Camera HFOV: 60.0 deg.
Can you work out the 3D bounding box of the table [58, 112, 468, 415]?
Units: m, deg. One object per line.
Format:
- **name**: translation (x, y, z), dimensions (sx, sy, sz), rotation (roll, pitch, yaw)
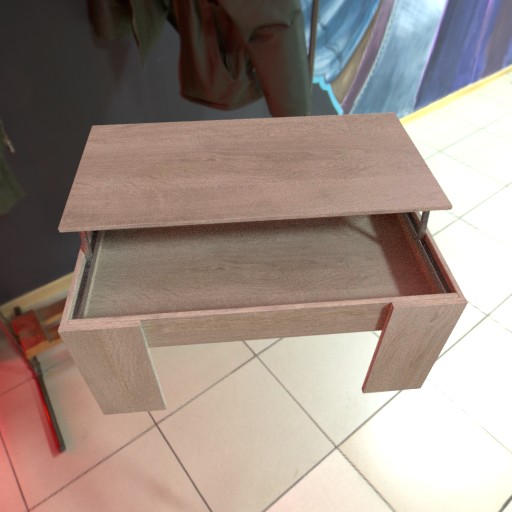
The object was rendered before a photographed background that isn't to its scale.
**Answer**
- **table**: translation (0.000, 0.000, 1.419), dimensions (1.000, 0.570, 0.711), rotation (-4, 46, -3)
